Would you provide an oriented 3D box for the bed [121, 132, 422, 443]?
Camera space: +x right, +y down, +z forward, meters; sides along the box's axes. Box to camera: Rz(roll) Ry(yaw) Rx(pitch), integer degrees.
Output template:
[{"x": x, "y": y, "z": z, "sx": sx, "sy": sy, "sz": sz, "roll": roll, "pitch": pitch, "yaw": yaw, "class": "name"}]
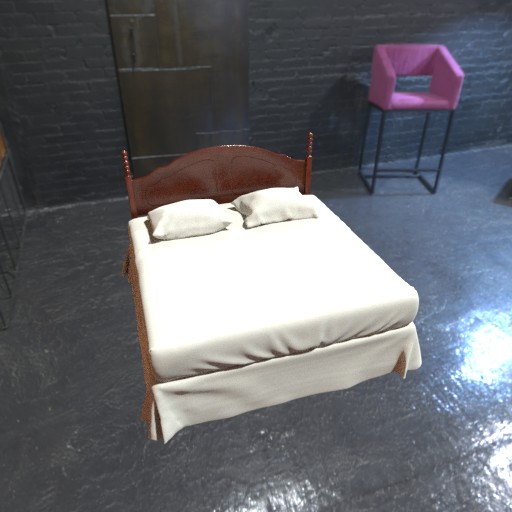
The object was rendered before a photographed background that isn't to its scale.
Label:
[{"x": 0.000, "y": 0.000, "z": 3.801, "sx": 2.322, "sy": 1.355, "sz": 2.219, "roll": -10, "pitch": 33, "yaw": -15, "class": "bed"}]
